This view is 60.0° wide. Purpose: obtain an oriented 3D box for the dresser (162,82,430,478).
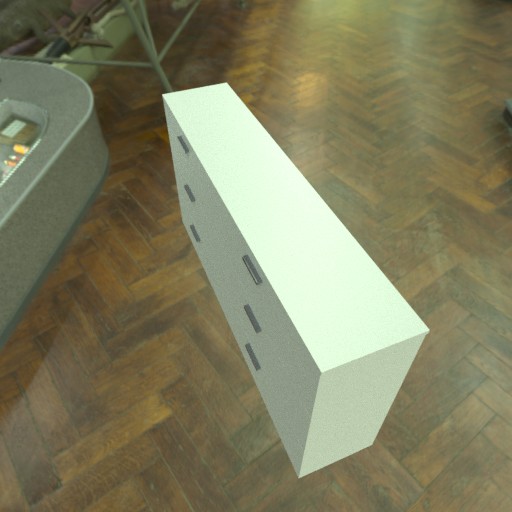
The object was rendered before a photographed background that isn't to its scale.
[{"bbox_3d":[0.000,0.000,1.875,0.333,0.790,1.535,-17,48,-15],"label":"dresser"}]
